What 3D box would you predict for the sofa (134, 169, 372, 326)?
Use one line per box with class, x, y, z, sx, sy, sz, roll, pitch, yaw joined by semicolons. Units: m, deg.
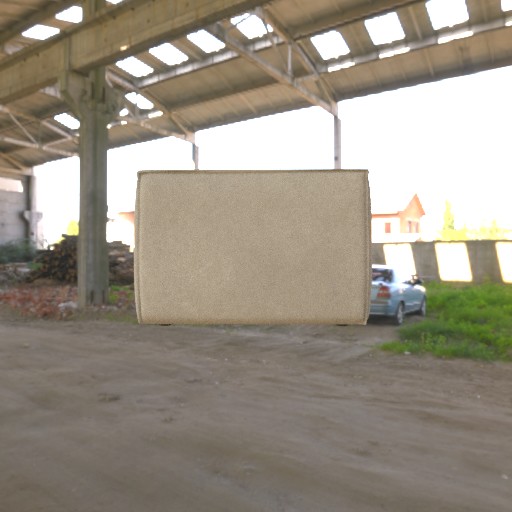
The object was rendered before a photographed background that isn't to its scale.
sofa;0.000;0.000;3.146;1.038;0.680;2.697;0;-1;1
